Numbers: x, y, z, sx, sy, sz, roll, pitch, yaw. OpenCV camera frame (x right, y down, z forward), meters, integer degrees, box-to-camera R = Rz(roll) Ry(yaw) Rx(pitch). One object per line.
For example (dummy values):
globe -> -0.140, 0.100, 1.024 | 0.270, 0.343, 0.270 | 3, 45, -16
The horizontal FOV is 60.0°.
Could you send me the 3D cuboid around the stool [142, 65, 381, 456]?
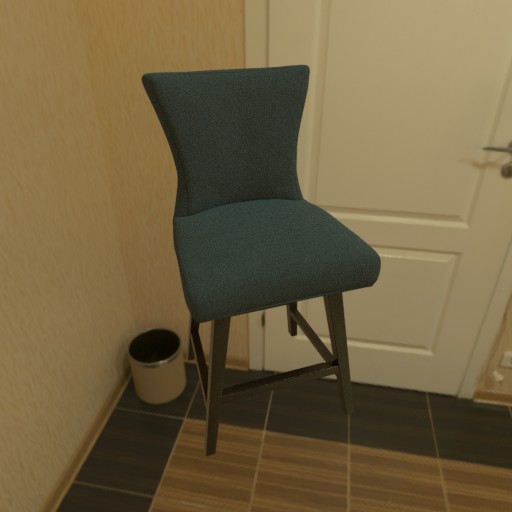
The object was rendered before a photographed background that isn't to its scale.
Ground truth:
stool -> 0.000, 0.000, 1.350 | 0.514, 1.000, 0.574 | -10, 33, -16
